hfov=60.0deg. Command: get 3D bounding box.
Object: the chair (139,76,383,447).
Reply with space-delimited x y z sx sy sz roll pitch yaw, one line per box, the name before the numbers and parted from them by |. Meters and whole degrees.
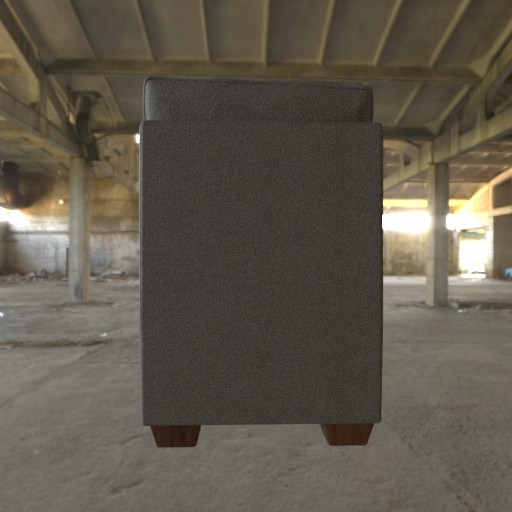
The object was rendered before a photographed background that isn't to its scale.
chair | 0.000 0.000 1.548 0.621 0.970 0.938 0 0 -2
